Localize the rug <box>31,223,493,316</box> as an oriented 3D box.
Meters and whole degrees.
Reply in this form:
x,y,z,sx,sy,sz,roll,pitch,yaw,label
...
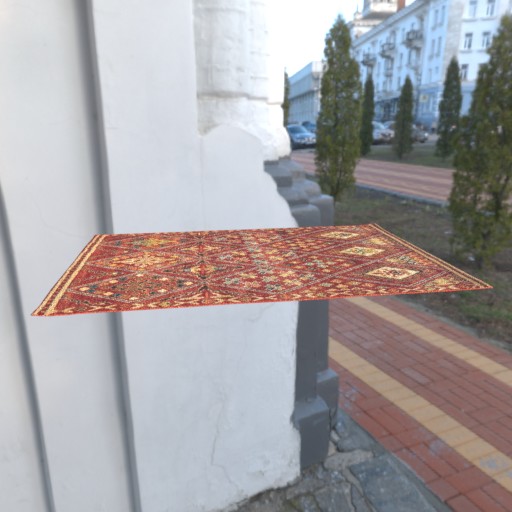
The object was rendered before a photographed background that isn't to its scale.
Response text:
x,y,z,sx,sy,sz,roll,pitch,yaw,label
0.000,0.000,2.864,2.286,0.026,1.521,-3,17,-9,rug
